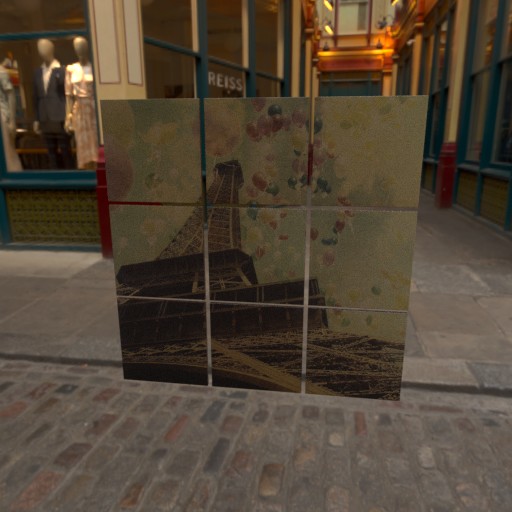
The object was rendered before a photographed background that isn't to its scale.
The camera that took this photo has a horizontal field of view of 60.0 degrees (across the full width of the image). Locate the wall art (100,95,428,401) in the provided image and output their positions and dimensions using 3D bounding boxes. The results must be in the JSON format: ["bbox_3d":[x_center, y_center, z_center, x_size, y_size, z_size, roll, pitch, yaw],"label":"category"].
[{"bbox_3d":[0.000,0.000,1.848,1.256,1.246,0.017,2,15,8],"label":"wall art"}]
